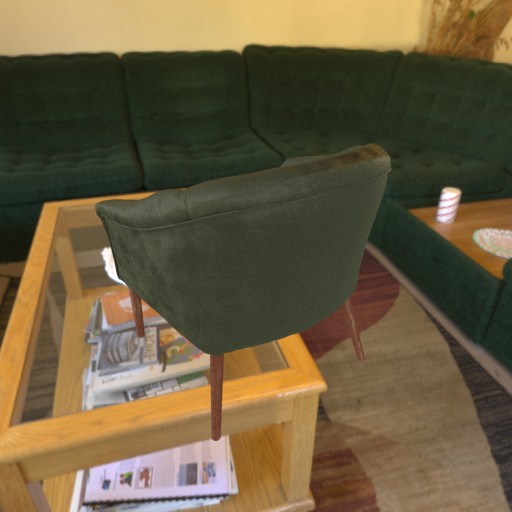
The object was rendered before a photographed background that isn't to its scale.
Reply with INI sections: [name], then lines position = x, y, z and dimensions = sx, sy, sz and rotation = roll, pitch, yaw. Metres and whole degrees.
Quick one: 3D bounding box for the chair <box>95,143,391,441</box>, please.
[chair]
position = 0.000, 0.000, 1.521
dimensions = 0.851, 0.885, 0.776
rotation = -19, 36, -28
